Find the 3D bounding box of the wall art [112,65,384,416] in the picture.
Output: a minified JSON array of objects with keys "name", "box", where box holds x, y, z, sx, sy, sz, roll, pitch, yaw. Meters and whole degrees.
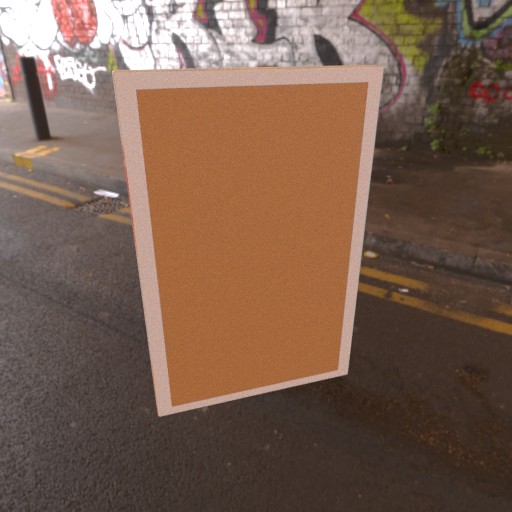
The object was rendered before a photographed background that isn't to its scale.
[{"name":"wall art","box":[0.000,0.000,0.778,0.401,0.610,0.038,-8,27,-15]}]
